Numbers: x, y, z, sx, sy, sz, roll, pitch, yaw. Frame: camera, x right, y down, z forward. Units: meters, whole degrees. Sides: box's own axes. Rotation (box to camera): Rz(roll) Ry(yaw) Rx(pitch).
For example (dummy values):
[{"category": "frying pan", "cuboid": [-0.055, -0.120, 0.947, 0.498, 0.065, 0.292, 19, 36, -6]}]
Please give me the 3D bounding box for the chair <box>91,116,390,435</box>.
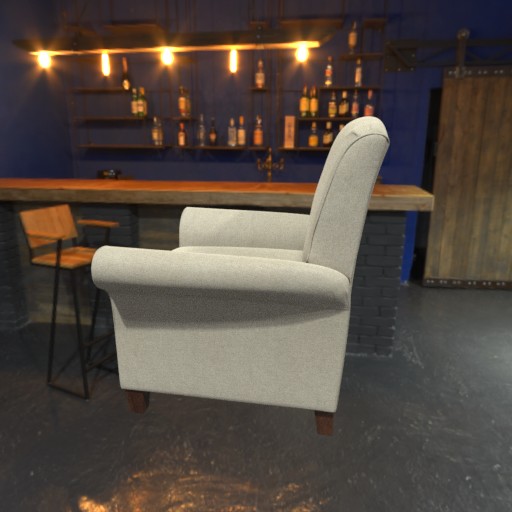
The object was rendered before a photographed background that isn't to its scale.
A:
[{"category": "chair", "cuboid": [0.000, 0.000, 1.780, 0.905, 1.061, 0.978, 3, 15, 10]}]
